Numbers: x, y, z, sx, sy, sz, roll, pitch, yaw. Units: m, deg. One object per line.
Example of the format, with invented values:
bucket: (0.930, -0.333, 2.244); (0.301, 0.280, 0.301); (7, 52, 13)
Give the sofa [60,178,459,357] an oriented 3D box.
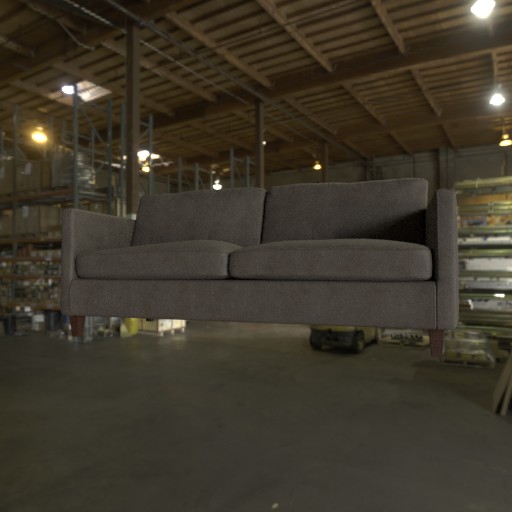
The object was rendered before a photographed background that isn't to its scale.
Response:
sofa: (0.000, 0.000, 2.746); (2.208, 0.965, 0.951); (-1, -2, 18)
